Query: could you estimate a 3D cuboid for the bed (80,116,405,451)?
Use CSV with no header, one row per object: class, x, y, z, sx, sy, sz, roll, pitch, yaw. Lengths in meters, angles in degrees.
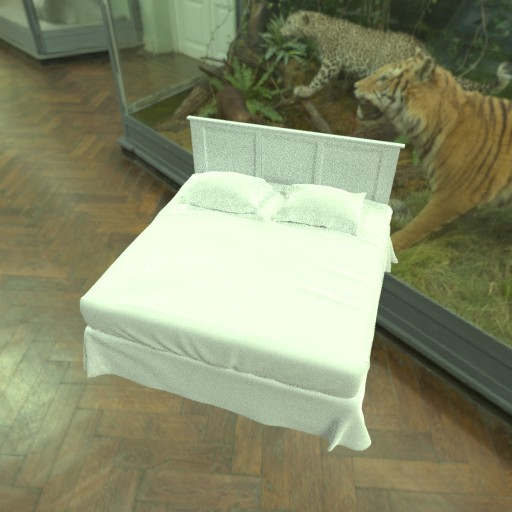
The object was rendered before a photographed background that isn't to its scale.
bed,0.000,0.000,3.590,2.317,1.273,2.215,12,41,14
